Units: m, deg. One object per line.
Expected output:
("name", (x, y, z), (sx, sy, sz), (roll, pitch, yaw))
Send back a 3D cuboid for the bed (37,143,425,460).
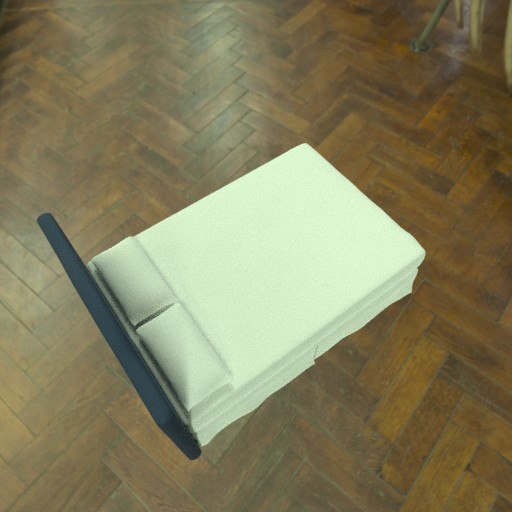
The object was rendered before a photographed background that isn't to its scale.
("bed", (0.000, 0.000, 3.571), (2.507, 1.441, 1.741), (-32, 64, -18))
